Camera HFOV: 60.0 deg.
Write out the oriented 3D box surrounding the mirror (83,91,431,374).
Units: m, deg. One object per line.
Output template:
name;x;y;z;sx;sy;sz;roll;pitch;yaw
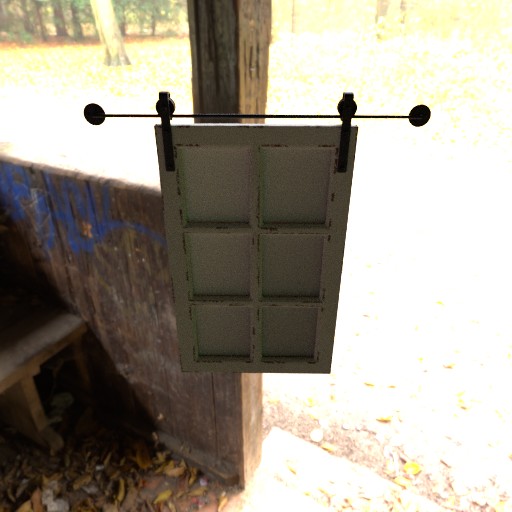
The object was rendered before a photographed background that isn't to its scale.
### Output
mirror;0.000;0.000;1.198;0.808;0.844;0.037;1;30;1
